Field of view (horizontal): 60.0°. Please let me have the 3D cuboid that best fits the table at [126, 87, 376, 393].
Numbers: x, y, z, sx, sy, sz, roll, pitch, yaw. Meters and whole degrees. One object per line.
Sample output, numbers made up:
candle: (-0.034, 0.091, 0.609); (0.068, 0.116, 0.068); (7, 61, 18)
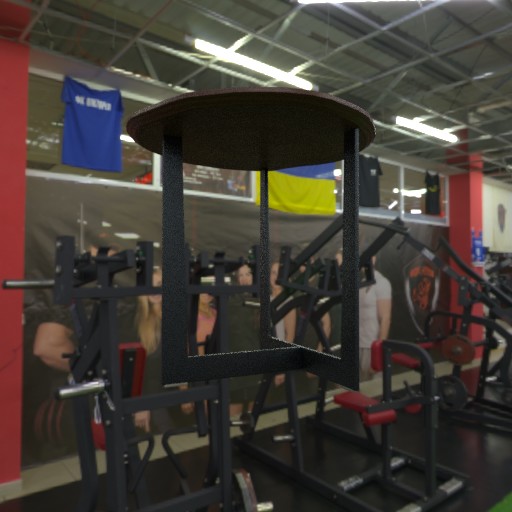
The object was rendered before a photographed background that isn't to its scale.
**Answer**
table: (0.000, 0.000, 0.873); (0.494, 0.476, 0.477); (1, -2, -36)
